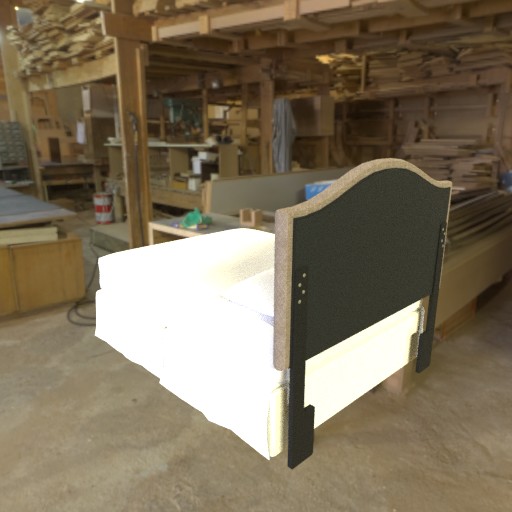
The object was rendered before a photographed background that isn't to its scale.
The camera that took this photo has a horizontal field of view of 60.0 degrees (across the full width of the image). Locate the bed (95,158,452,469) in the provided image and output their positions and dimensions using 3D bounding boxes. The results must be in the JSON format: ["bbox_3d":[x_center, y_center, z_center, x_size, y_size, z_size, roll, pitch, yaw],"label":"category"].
[{"bbox_3d":[0.000,0.000,3.305,1.713,1.518,2.153,-15,22,-41],"label":"bed"}]
